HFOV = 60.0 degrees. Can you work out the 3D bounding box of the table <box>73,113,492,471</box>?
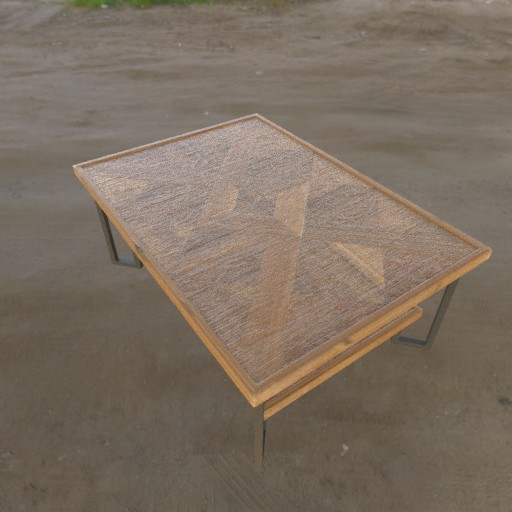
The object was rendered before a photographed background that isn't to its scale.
[{"bbox_3d":[0.000,0.000,1.687,0.877,0.492,1.238,-24,46,-26],"label":"table"}]
